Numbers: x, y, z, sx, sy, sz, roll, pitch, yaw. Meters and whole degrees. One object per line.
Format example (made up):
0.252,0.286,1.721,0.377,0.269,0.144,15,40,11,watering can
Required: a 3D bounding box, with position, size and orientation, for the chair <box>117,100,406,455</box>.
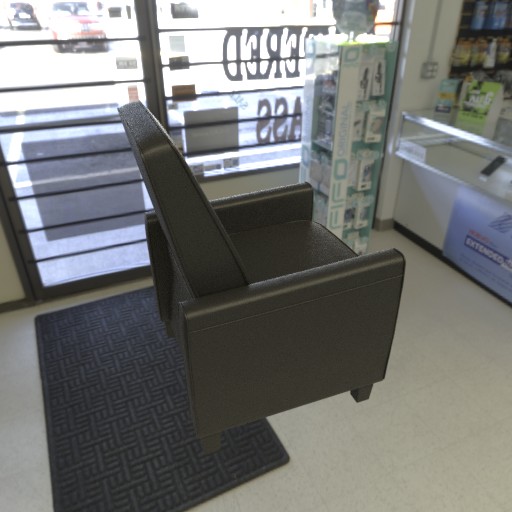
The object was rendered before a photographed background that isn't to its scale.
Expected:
0.000,0.000,1.539,0.746,1.013,0.705,-11,32,-18,chair
